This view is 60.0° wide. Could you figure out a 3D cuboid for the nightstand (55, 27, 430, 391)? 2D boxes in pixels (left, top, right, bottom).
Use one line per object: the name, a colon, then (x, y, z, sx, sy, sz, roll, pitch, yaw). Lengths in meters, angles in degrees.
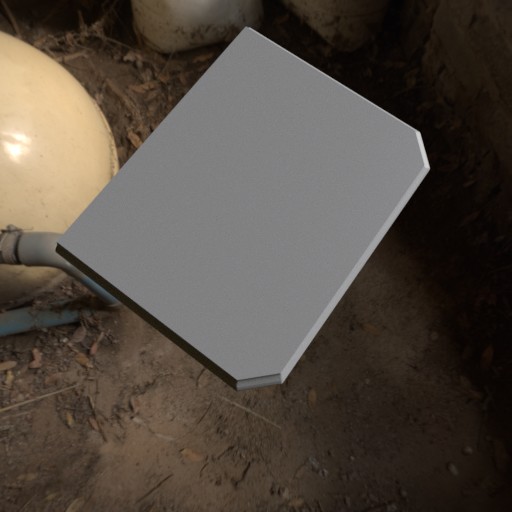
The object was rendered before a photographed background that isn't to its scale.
nightstand: (0.000, 0.000, 0.939, 0.350, 0.680, 0.450, 35, 78, 9)
